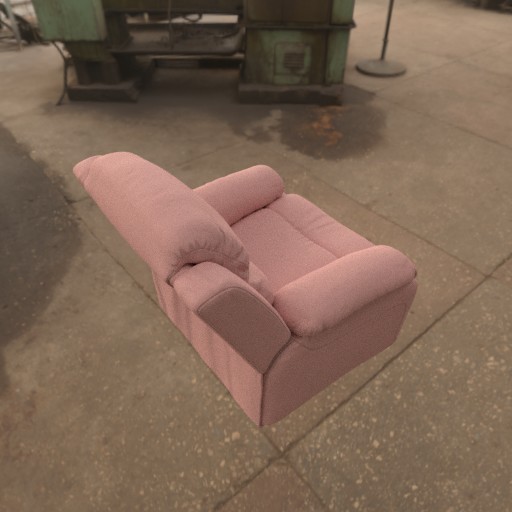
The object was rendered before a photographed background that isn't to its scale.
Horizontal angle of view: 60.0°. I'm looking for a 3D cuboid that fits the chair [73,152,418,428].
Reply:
[{"bbox_3d":[0.000,0.000,1.246,0.709,0.702,0.680,-26,48,-27],"label":"chair"}]
